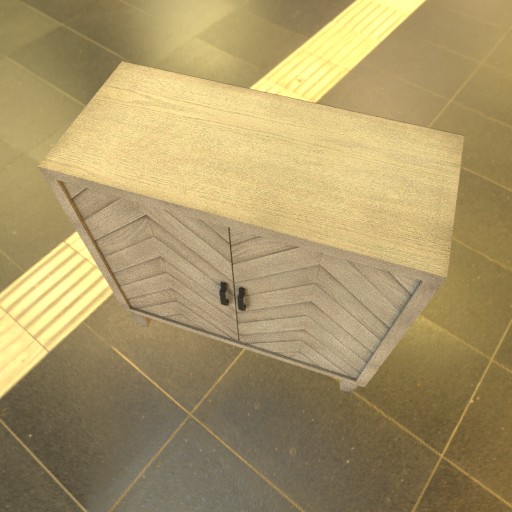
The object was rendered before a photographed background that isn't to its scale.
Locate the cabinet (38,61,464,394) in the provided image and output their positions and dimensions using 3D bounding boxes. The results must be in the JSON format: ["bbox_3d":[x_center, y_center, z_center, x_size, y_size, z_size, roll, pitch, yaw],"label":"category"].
[{"bbox_3d":[0.000,0.000,1.219,0.781,0.787,0.370,16,59,10],"label":"cabinet"}]
